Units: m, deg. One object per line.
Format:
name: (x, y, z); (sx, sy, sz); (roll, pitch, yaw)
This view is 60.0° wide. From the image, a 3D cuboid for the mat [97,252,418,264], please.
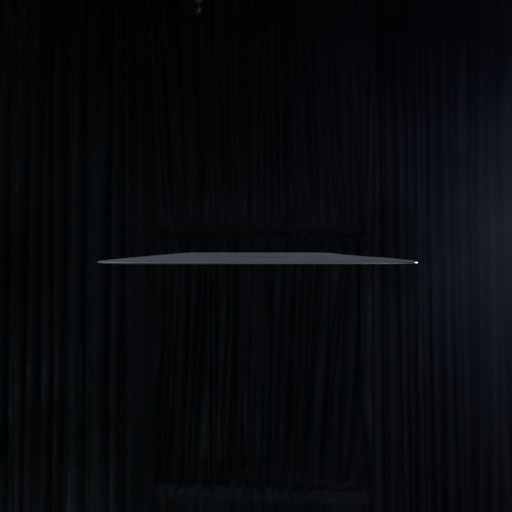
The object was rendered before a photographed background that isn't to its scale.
mat: (0.000, 0.000, 1.908); (0.918, 0.013, 1.524); (0, 1, 0)
